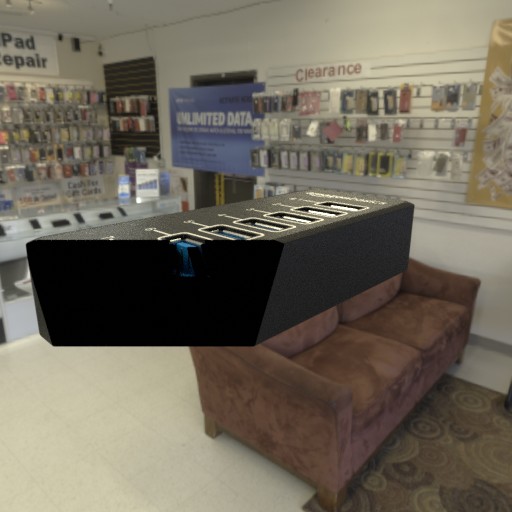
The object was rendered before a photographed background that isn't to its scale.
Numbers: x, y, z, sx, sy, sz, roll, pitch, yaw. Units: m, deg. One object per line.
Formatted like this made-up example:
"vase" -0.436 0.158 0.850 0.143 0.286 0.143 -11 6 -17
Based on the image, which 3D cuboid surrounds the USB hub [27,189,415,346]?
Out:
"USB hub" 0.000 0.000 0.127 0.044 0.023 0.110 16 23 42
